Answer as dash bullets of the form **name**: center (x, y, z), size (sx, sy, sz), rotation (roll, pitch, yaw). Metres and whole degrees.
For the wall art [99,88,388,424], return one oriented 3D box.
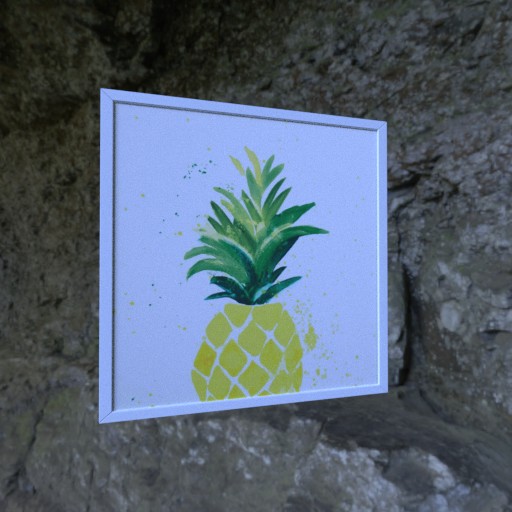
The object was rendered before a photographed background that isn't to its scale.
- **wall art**: center (0.000, 0.000, 0.463), size (0.307, 0.307, 0.020), rotation (0, -1, -18)
